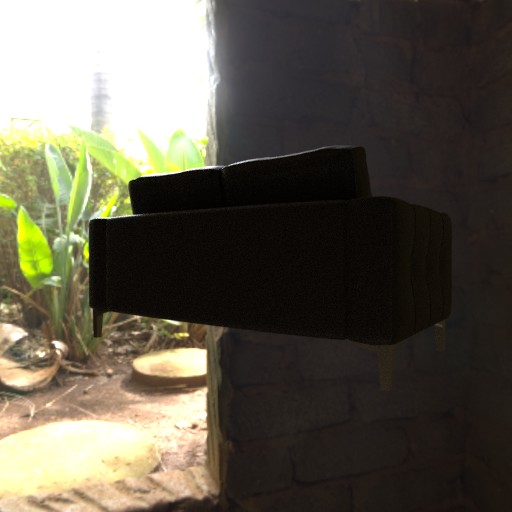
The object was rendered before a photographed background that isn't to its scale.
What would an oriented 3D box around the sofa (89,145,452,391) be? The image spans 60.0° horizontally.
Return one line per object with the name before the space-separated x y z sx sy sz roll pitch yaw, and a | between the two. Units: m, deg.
sofa | 0.000 0.000 2.259 1.726 0.893 0.833 0 0 36
